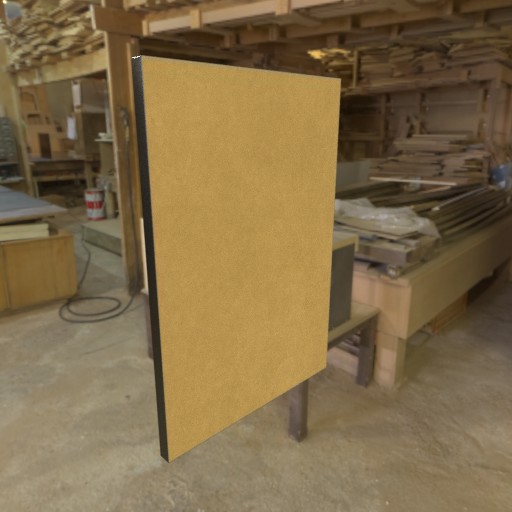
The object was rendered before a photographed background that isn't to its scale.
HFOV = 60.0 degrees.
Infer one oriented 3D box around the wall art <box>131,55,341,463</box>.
[{"bbox_3d":[0.000,0.000,0.584,0.314,0.455,0.019,-16,23,-42],"label":"wall art"}]
